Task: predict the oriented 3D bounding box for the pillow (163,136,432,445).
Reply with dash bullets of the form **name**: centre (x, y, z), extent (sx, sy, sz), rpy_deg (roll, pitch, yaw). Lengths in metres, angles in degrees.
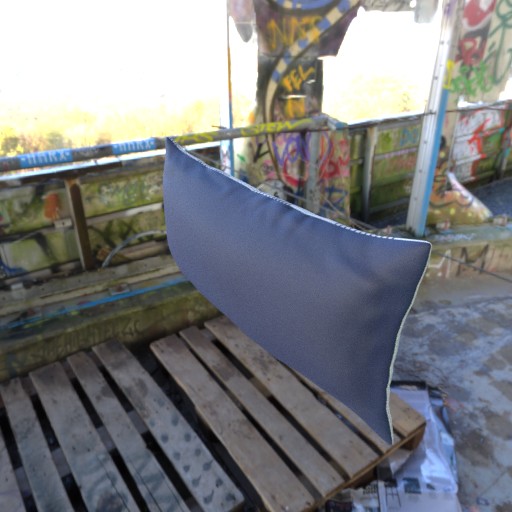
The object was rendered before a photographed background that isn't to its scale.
- **pillow**: centre (0.000, 0.000, 0.721), extent (0.151, 0.287, 0.610), rpy_deg (-18, 32, -31)
